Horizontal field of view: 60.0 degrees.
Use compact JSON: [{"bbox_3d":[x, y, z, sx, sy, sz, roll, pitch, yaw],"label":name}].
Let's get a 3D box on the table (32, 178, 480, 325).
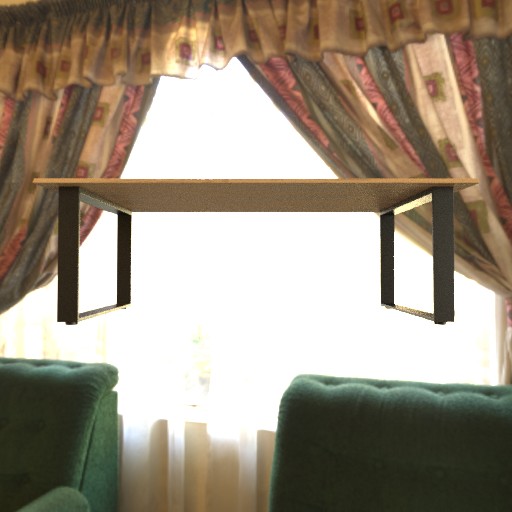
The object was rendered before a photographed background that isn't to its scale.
[{"bbox_3d":[0.000,0.000,1.659,1.331,0.445,0.693,0,-2,0],"label":"table"}]
